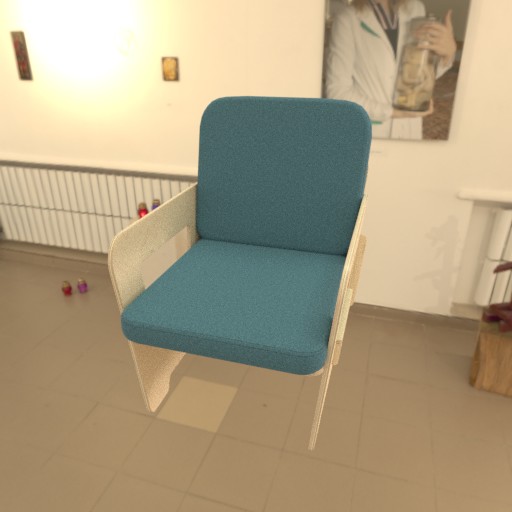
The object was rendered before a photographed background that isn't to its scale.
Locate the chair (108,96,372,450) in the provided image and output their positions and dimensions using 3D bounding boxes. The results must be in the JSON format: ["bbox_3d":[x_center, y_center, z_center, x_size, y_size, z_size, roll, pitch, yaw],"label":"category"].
[{"bbox_3d":[0.000,0.000,1.176,0.547,0.747,0.657,7,26,15],"label":"chair"}]
